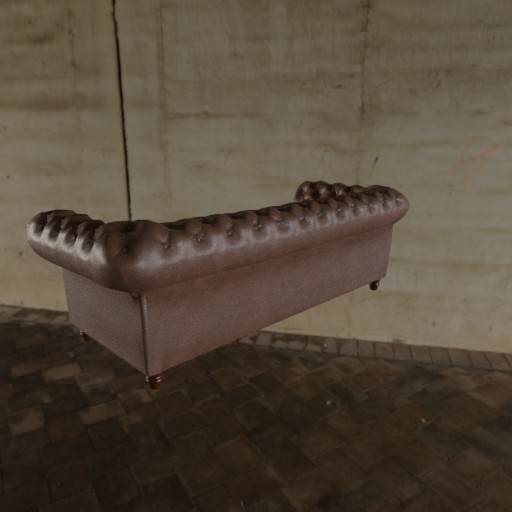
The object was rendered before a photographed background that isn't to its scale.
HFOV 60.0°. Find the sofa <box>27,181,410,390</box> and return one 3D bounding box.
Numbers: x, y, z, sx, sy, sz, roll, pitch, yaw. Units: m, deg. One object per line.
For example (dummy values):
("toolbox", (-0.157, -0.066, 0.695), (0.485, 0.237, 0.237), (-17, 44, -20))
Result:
("sofa", (0.000, 0.000, 2.798), (2.385, 0.783, 0.944), (-15, 21, -43))
